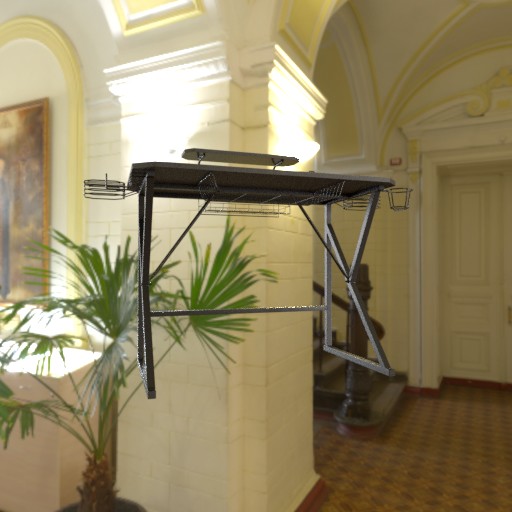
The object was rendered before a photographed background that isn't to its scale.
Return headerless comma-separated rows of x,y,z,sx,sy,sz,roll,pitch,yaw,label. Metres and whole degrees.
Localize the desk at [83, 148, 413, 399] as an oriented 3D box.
0.000,0.000,1.758,1.290,0.880,0.580,0,-1,-18,desk
